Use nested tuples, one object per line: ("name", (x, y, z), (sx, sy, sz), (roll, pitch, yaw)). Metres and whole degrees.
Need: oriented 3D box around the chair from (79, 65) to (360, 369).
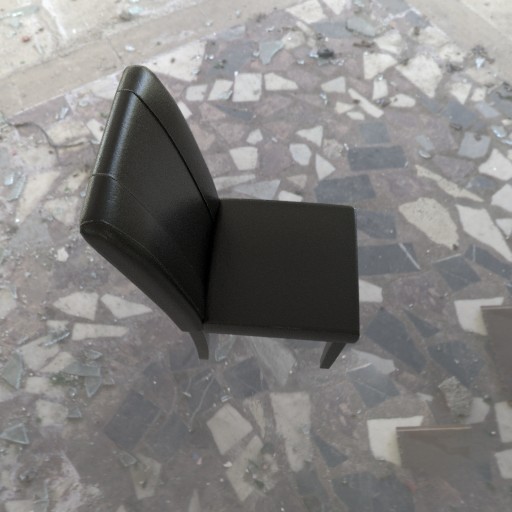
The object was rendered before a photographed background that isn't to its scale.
("chair", (0.000, 0.000, 1.177), (0.556, 0.897, 0.399), (4, 63, 2))
